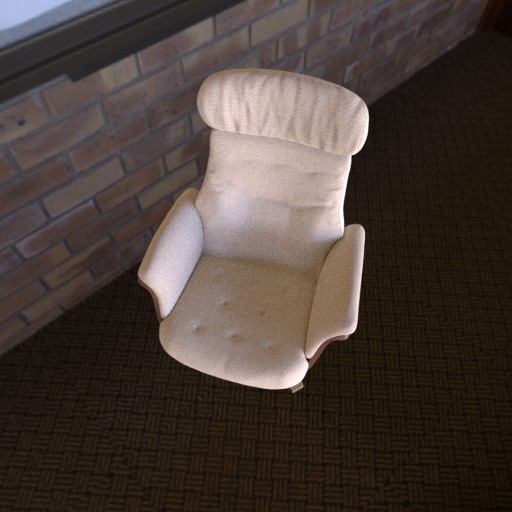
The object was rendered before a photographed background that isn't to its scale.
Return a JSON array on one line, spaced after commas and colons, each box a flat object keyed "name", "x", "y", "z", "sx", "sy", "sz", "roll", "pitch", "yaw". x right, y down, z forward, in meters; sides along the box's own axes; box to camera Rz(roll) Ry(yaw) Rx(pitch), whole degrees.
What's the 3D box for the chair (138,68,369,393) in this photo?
[{"name": "chair", "x": 0.000, "y": 0.000, "z": 1.610, "sx": 0.785, "sy": 0.995, "sz": 0.837, "roll": 14, "pitch": 59, "yaw": 9}]
